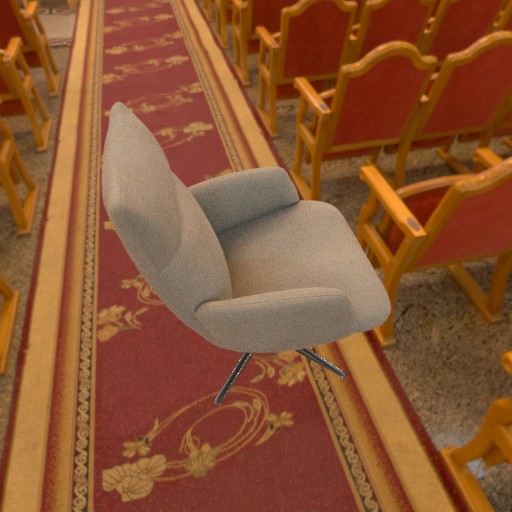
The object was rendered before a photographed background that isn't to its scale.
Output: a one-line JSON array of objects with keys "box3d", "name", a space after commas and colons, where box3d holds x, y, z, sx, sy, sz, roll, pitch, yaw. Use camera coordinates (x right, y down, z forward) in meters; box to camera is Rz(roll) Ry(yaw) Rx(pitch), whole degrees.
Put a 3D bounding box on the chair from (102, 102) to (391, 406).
[{"box3d": [0.000, 0.000, 1.599, 0.889, 1.016, 0.711, -9, 46, -9], "name": "chair"}]
